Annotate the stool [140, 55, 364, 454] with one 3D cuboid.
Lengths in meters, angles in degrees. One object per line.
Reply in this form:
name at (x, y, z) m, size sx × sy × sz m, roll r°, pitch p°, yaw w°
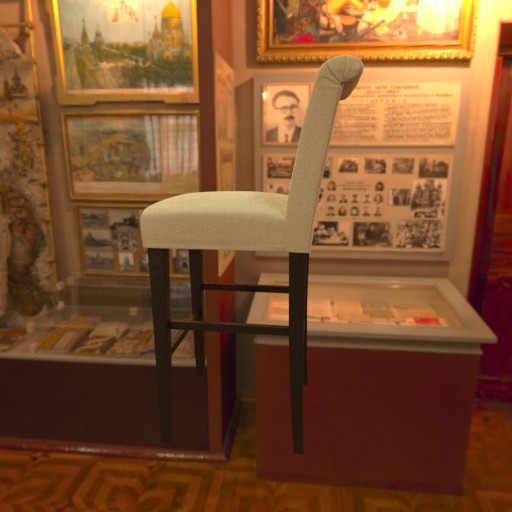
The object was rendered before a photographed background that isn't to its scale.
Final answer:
stool at (0.000, 0.000, 1.447) m, size 0.597 × 1.124 × 0.452 m, roll 2°, pitch 14°, yaw 8°
